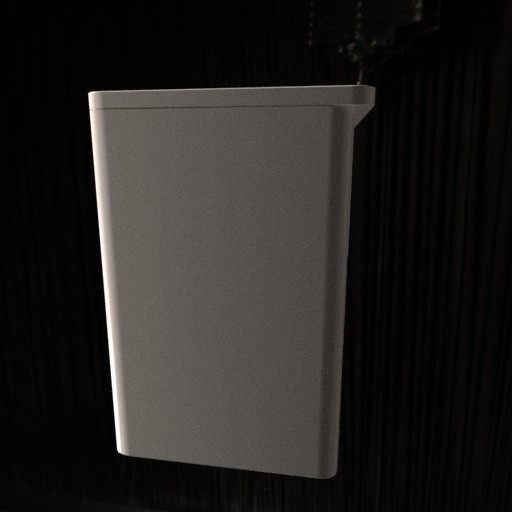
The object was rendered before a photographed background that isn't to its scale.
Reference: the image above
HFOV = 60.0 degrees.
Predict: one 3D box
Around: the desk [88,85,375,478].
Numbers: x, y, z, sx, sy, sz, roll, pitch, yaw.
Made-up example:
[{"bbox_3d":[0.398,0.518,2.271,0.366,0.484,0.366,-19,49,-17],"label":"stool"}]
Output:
[{"bbox_3d":[0.000,0.000,1.260,0.549,0.800,0.762,2,13,9],"label":"desk"}]
